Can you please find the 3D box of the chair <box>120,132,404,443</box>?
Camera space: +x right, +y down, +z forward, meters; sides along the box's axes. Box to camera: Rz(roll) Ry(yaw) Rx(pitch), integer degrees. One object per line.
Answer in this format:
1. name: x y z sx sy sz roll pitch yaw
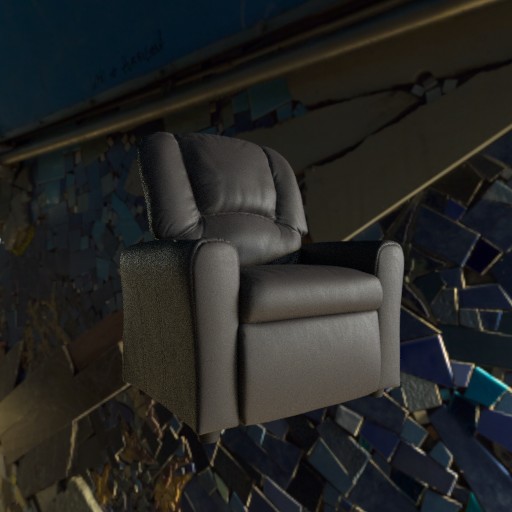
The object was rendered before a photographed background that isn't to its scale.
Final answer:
1. chair: 0.000 0.000 1.148 0.610 0.709 0.521 0 1 -34
